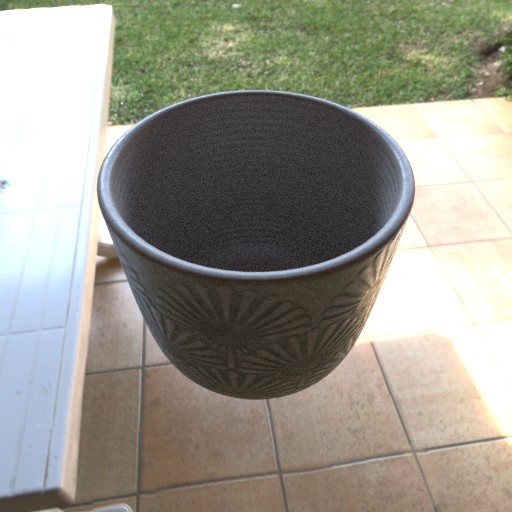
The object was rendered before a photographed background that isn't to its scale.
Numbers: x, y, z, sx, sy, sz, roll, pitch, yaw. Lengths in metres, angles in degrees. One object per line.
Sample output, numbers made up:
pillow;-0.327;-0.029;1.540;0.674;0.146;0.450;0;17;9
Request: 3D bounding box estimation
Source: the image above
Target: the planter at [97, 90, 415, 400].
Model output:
planter;0.000;0.000;0.216;0.124;0.109;0.124;0;47;0
